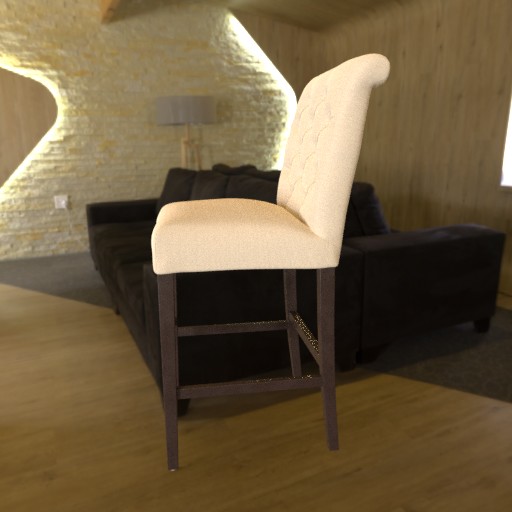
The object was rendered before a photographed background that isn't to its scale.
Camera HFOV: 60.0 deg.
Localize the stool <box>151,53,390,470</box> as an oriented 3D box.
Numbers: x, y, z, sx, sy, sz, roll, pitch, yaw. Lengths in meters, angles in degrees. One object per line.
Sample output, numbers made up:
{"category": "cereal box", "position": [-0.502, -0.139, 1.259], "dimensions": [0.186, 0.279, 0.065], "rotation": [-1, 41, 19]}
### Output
{"category": "stool", "position": [0.000, 0.000, 1.383], "dimensions": [0.610, 1.118, 0.482], "rotation": [-2, 14, -9]}
